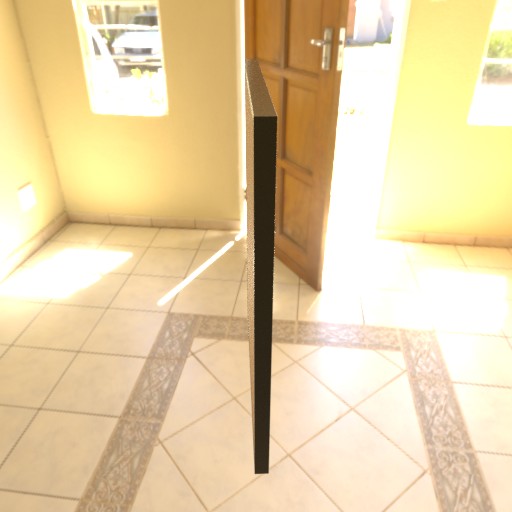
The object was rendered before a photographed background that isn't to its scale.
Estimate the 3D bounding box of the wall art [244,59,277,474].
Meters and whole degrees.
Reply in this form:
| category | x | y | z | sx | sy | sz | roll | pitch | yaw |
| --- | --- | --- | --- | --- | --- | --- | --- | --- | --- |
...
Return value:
| category | x | y | z | sx | sy | sz | roll | pitch | yaw |
| --- | --- | --- | --- | --- | --- | --- | --- | --- | --- |
| wall art | 0.000 | 0.000 | 1.394 | 0.043 | 1.046 | 0.788 | -1 | 31 | -2 |
